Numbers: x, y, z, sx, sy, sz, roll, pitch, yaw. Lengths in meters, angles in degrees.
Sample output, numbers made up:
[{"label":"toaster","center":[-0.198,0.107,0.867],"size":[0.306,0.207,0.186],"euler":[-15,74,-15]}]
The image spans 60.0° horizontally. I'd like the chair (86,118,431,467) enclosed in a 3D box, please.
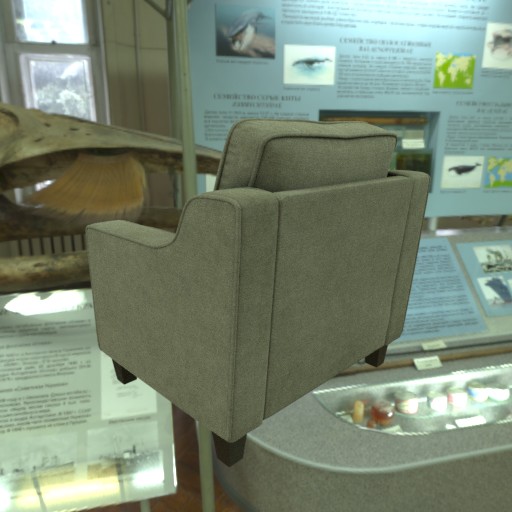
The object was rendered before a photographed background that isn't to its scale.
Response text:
[{"label":"chair","center":[0.000,0.000,1.618],"size":[0.926,0.944,0.840],"euler":[-15,21,-42]}]
